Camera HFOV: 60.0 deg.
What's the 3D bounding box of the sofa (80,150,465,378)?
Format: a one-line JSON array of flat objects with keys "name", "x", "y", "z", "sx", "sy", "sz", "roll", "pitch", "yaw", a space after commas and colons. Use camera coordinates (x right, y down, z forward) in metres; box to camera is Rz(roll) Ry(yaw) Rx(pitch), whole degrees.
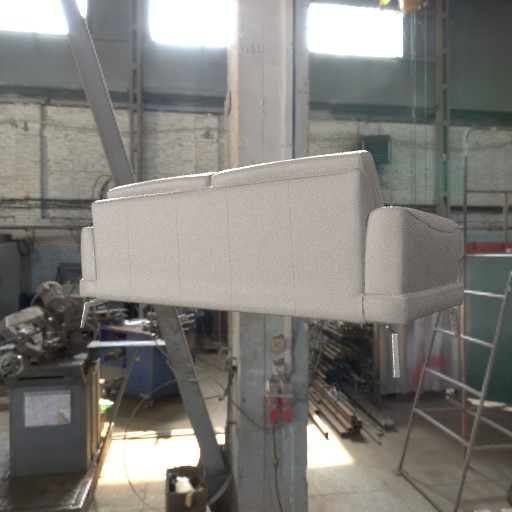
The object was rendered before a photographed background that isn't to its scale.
[{"name": "sofa", "x": 0.000, "y": 0.000, "z": 2.710, "sx": 2.177, "sy": 0.930, "sz": 1.121, "roll": 0, "pitch": 0, "yaw": 36}]
